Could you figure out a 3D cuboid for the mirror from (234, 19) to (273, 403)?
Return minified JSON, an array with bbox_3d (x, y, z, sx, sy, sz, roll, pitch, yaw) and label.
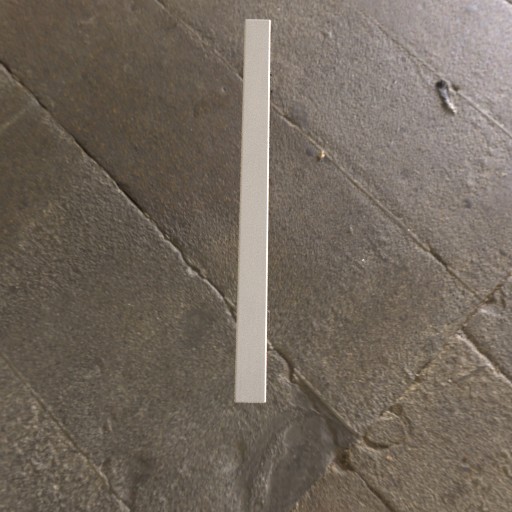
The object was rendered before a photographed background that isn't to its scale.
[{"bbox_3d":[0.000,0.000,0.903,0.040,0.710,0.507,1,77,0],"label":"mirror"}]
